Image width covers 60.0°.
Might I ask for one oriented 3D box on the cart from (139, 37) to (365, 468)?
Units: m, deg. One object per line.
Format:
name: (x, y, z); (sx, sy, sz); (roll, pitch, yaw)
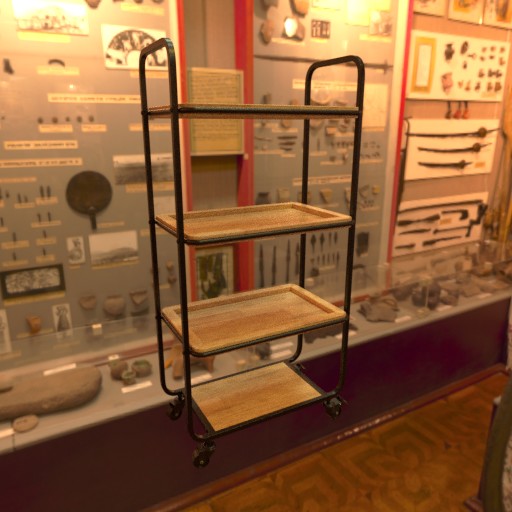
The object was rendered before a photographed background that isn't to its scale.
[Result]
cart: (0.000, 0.000, 1.280); (0.545, 1.080, 0.321); (-9, 18, -27)
